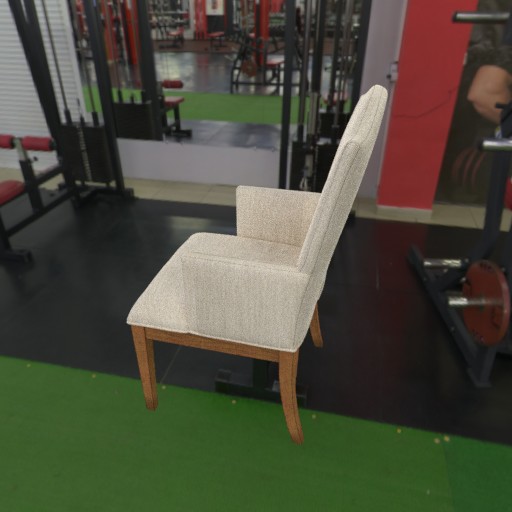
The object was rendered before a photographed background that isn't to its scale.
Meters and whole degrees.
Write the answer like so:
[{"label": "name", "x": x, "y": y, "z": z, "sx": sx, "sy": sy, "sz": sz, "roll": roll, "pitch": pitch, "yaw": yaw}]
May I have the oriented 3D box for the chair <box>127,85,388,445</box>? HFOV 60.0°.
[{"label": "chair", "x": 0.000, "y": 0.000, "z": 1.362, "sx": 0.641, "sy": 1.016, "sz": 0.533, "roll": 8, "pitch": 31, "yaw": 13}]
